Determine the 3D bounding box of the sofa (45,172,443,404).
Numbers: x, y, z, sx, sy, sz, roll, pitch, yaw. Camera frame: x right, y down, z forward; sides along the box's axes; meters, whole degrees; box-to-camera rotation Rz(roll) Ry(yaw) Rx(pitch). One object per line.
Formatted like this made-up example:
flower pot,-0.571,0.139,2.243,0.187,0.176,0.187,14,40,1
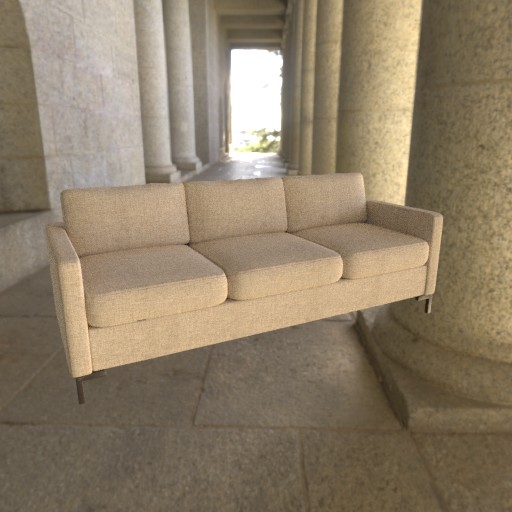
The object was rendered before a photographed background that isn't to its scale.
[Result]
sofa,0.000,0.000,2.658,2.218,0.874,0.859,-8,18,-26
